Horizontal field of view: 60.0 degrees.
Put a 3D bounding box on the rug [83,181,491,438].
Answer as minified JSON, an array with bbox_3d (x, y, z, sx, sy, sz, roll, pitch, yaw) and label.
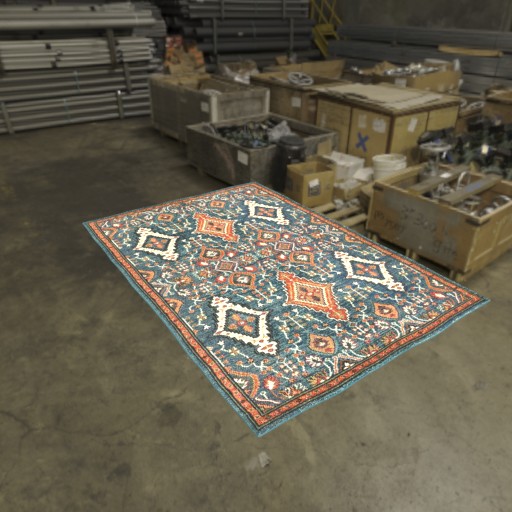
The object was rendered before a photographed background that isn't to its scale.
[{"bbox_3d":[0.000,0.000,2.945,1.622,0.009,2.373,-19,35,-30],"label":"rug"}]
